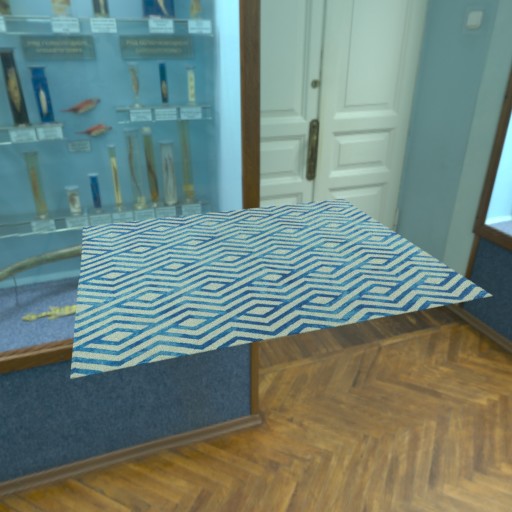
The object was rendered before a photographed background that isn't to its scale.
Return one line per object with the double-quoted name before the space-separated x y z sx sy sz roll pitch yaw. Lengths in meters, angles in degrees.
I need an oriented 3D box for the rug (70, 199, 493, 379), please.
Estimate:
"rug" 0.000 0.000 4.055 3.059 0.008 2.453 -8 27 -16
